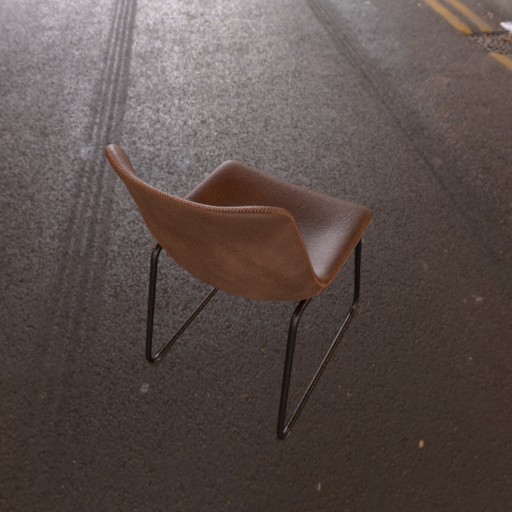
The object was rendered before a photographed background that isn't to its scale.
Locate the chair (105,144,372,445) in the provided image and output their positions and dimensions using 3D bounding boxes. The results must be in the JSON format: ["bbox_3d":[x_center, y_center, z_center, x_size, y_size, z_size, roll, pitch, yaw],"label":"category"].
[{"bbox_3d":[0.000,0.000,1.104,0.460,0.780,0.551,24,51,21],"label":"chair"}]
